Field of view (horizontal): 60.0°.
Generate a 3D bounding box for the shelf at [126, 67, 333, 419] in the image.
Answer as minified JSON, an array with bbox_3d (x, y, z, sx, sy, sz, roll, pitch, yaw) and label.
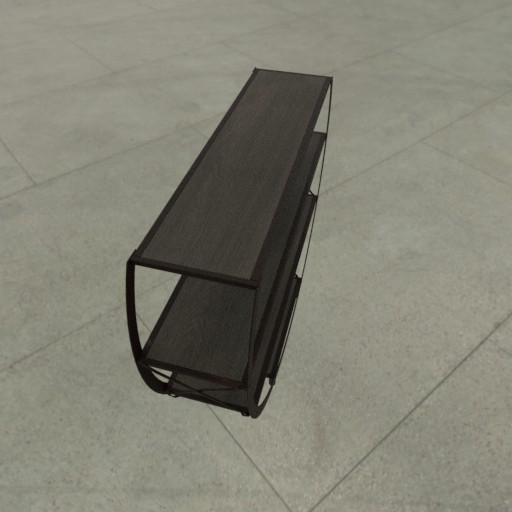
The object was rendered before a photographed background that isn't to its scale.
[{"bbox_3d":[0.000,0.000,1.867,0.344,1.063,1.403,11,47,11],"label":"shelf"}]
